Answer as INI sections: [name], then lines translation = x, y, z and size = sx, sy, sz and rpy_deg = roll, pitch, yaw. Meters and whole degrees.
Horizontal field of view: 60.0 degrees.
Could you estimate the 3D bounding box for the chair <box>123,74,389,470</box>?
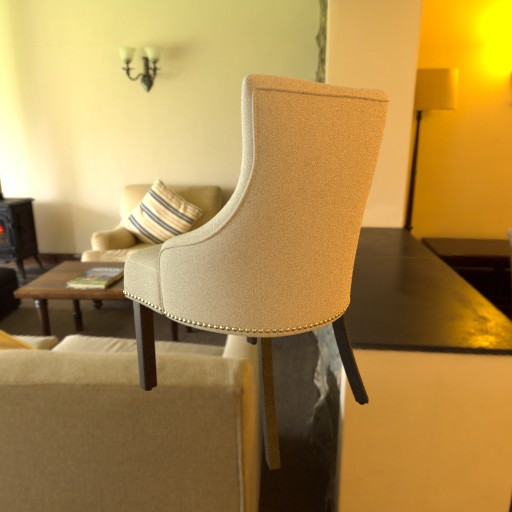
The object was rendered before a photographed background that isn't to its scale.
[chair]
translation = 0.000, 0.000, 1.294
size = 0.566, 0.909, 0.629
rpy_deg = -14, 21, -42
